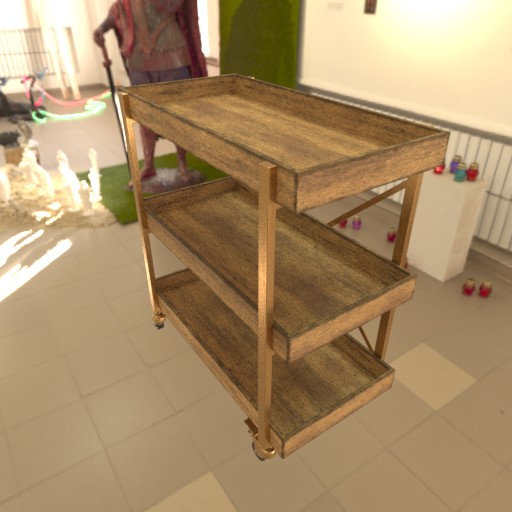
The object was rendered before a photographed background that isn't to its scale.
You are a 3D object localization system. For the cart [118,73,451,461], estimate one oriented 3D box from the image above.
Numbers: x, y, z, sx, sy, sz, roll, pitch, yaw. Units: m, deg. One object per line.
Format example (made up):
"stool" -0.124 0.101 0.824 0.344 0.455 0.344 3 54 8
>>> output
"cart" 0.000 0.000 1.212 0.416 0.799 0.750 -20 37 -29
